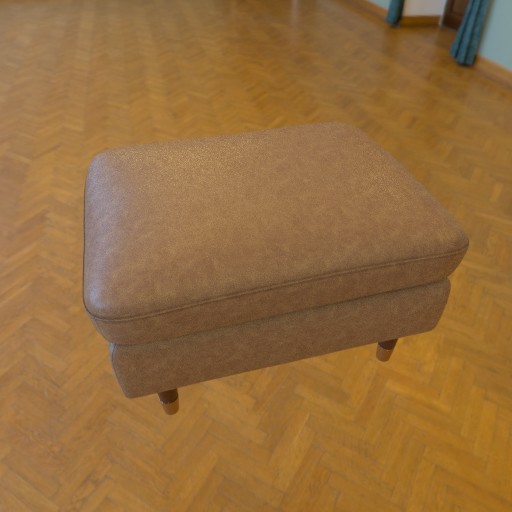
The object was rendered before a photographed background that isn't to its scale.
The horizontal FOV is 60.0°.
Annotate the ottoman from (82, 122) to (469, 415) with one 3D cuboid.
[{"bbox_3d":[0.000,0.000,1.096,0.747,0.478,0.593,-10,42,-12],"label":"ottoman"}]
